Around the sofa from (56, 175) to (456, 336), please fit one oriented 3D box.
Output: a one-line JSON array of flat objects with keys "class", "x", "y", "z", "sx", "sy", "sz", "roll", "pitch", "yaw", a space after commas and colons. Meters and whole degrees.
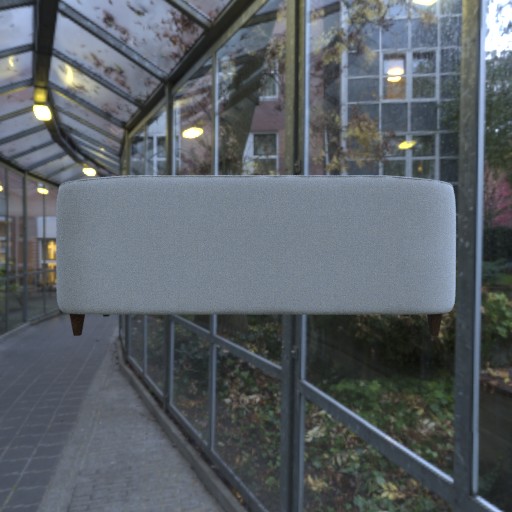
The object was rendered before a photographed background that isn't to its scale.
[{"class": "sofa", "x": 0.000, "y": 0.000, "z": 2.759, "sx": 2.278, "sy": 0.855, "sz": 0.941, "roll": 0, "pitch": 1, "yaw": 0}]
